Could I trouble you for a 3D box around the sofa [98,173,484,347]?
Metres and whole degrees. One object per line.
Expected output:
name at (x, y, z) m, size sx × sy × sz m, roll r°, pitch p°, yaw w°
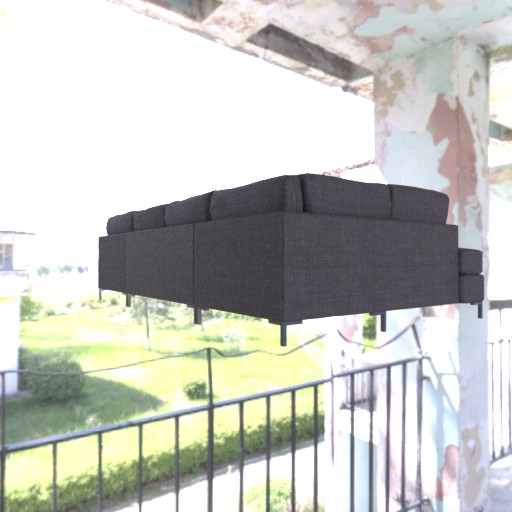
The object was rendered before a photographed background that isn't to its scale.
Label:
sofa at (0.000, 0.000, 4.310) m, size 2.048 × 0.999 × 3.423 m, roll 0°, pitch 0°, yaw -36°
